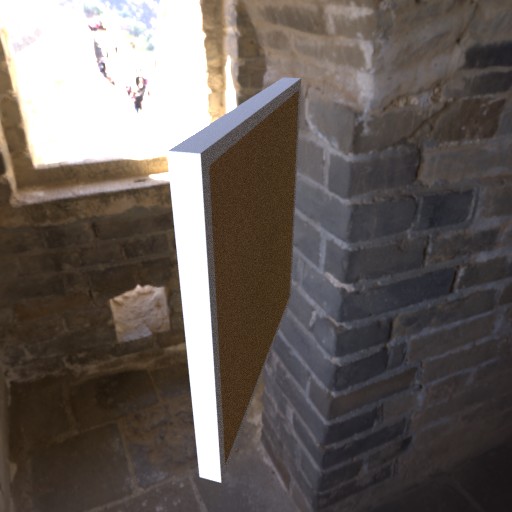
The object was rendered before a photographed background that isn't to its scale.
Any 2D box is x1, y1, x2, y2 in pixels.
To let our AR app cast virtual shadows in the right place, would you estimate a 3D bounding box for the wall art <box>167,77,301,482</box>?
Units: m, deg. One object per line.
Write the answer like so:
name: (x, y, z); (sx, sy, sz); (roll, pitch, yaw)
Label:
wall art: (0.000, 0.000, 0.763); (0.035, 0.507, 0.508); (8, 31, 14)
